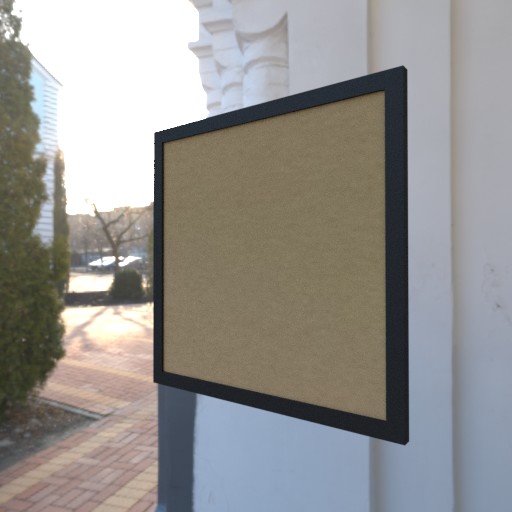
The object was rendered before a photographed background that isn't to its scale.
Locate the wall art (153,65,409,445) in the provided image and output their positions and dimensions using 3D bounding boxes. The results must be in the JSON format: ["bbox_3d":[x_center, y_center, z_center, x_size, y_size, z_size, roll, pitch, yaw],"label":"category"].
[{"bbox_3d":[0.000,0.000,0.528,0.358,0.357,0.012,0,-1,37],"label":"wall art"}]
